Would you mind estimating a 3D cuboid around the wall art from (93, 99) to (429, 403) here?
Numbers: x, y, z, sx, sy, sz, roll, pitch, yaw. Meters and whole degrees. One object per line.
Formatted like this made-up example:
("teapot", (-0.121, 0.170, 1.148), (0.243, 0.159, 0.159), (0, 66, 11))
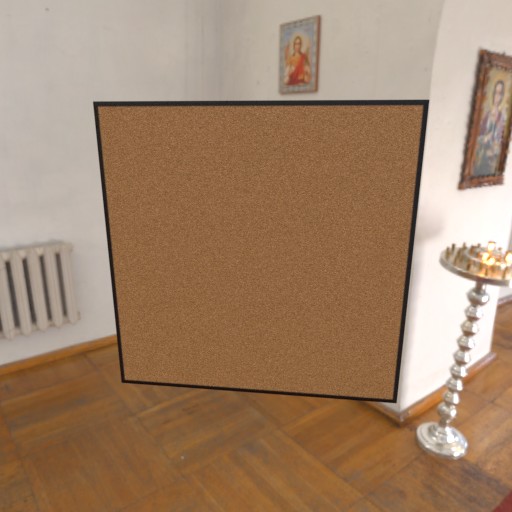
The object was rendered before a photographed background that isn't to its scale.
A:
("wall art", (0.000, 0.000, 0.459), (0.304, 0.303, 0.037), (2, 17, 7))
